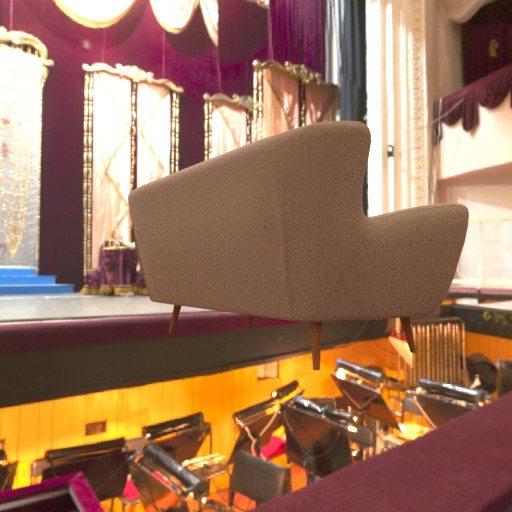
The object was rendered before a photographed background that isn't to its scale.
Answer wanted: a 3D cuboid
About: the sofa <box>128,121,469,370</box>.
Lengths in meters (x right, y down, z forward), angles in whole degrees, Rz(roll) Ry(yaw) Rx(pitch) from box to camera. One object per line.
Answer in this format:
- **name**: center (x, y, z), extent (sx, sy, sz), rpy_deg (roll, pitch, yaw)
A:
- **sofa**: center (0.000, 0.000, 2.376), extent (0.899, 0.890, 1.930), rpy_deg (1, -2, -37)
